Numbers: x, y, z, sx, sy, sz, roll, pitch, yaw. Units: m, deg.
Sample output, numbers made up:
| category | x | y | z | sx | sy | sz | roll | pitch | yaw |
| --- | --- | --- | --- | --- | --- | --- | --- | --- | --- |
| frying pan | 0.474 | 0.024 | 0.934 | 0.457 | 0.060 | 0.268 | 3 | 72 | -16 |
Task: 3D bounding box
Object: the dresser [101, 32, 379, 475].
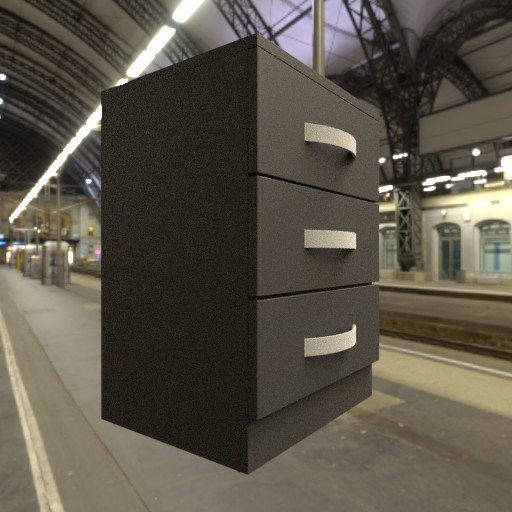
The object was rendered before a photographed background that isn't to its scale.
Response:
| category | x | y | z | sx | sy | sz | roll | pitch | yaw |
| --- | --- | --- | --- | --- | --- | --- | --- | --- | --- |
| dresser | 0.000 | 0.000 | 0.806 | 0.360 | 0.560 | 0.400 | 0 | 0 | 37 |
